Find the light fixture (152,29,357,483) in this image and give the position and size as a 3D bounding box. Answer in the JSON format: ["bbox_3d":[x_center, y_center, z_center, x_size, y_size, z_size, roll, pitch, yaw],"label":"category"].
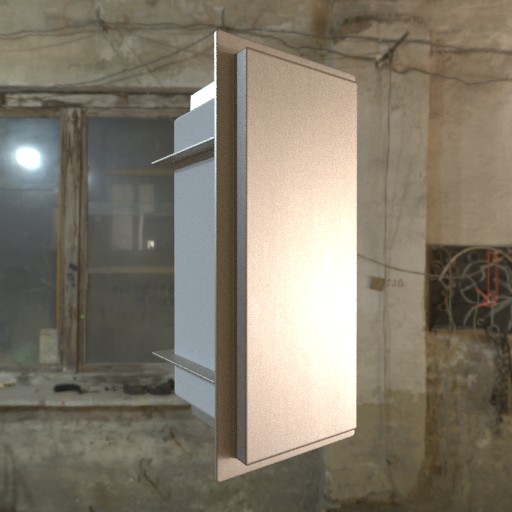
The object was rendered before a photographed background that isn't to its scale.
[{"bbox_3d":[0.000,0.000,0.469,0.168,0.380,0.160,0,1,-35],"label":"light fixture"}]
